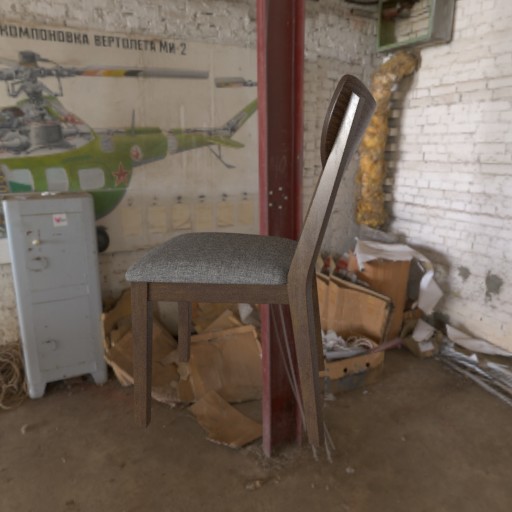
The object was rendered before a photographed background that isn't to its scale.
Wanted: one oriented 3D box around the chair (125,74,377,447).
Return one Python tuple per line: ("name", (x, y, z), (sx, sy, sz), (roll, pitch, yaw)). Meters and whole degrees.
("chair", (0.000, 0.000, 1.202), (0.583, 0.849, 0.491), (2, 14, 8))
